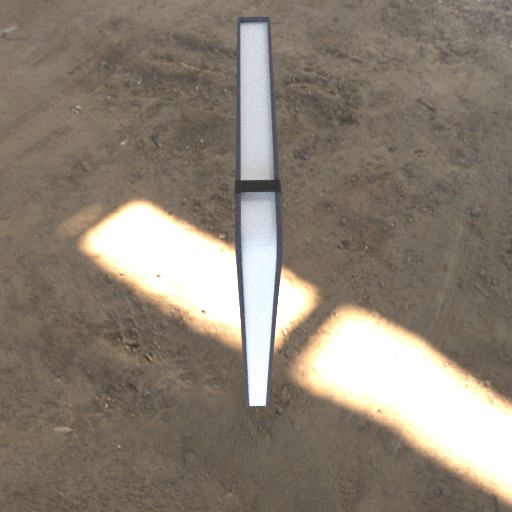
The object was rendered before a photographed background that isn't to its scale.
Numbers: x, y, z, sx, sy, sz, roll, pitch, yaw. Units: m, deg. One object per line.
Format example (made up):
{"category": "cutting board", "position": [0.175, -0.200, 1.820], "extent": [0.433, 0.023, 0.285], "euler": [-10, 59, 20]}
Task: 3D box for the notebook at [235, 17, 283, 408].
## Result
{"category": "notebook", "position": [0.000, 0.000, 0.260], "extent": [0.016, 0.213, 0.127], "euler": [-1, 58, 0]}
